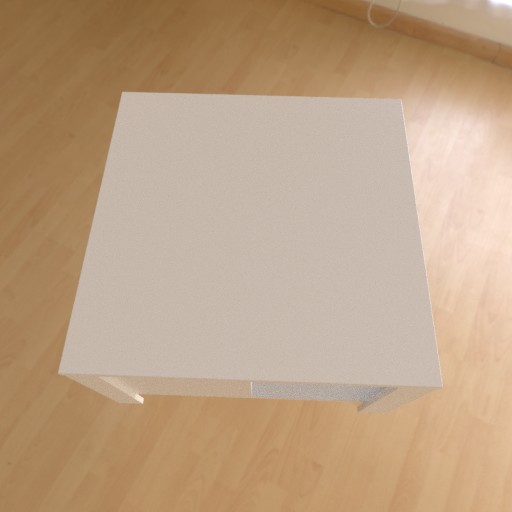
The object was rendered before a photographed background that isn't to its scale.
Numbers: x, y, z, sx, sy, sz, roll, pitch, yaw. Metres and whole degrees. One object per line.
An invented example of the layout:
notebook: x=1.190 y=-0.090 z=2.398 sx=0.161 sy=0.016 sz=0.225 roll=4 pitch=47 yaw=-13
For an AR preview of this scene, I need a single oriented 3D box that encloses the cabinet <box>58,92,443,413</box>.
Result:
cabinet: x=0.000 y=0.000 z=1.300 sx=0.800 sy=0.460 sz=0.800 roll=2 pitch=64 yaw=1
